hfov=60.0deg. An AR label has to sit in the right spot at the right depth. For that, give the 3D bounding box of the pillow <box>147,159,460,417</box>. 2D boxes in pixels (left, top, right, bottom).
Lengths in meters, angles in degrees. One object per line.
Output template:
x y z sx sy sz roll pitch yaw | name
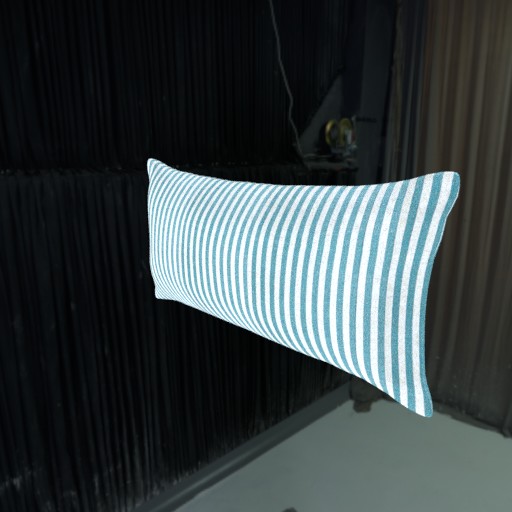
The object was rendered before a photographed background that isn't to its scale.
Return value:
0.000 0.000 0.716 0.151 0.295 0.617 -13 19 -43 | pillow
